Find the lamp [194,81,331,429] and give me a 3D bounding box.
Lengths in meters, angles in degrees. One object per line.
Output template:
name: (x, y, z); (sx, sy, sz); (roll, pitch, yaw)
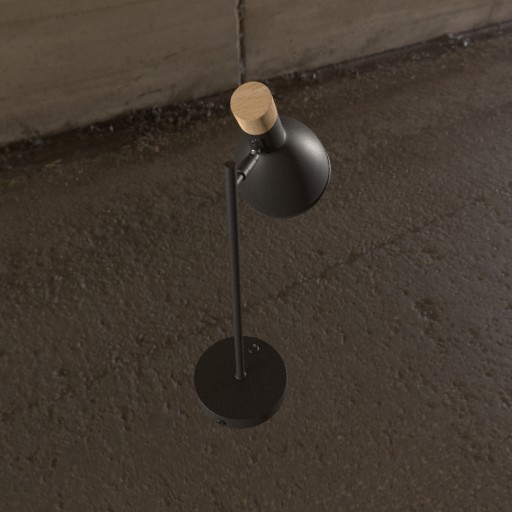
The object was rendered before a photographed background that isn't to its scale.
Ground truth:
lamp: (0.000, 0.000, 0.602); (0.152, 0.483, 0.287); (17, 48, 16)
